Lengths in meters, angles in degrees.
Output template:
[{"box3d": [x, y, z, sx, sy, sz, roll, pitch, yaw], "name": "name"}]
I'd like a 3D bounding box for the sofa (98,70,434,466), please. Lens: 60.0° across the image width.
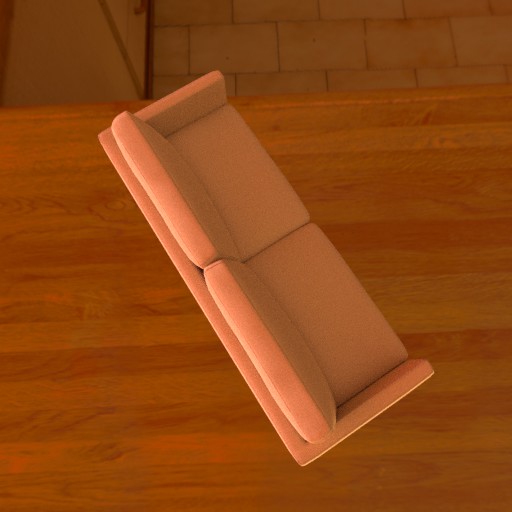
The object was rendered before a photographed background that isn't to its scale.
[{"box3d": [0.000, 0.000, 2.919, 0.951, 0.968, 2.361, -32, 78, -8], "name": "sofa"}]
